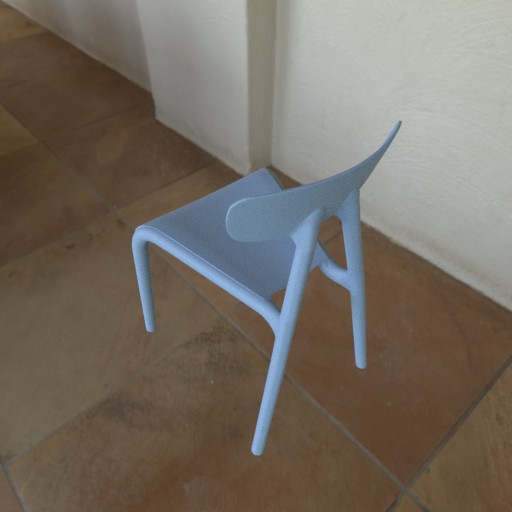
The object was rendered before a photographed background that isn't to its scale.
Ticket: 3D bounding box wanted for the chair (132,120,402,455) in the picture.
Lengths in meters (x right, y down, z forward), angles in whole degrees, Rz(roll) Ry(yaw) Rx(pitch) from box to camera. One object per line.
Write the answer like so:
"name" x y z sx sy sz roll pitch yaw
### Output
"chair" 0.000 0.000 0.815 0.356 0.580 0.401 -30 53 -26
